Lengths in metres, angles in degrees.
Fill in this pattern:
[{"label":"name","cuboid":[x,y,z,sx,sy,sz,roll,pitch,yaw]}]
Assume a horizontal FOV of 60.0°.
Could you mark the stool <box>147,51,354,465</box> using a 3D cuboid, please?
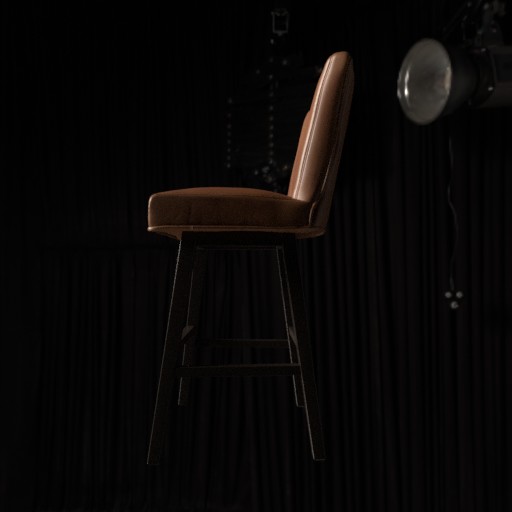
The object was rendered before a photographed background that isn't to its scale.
[{"label":"stool","cuboid":[0.000,0.000,1.419,0.585,1.094,0.522,0,-1,0]}]
